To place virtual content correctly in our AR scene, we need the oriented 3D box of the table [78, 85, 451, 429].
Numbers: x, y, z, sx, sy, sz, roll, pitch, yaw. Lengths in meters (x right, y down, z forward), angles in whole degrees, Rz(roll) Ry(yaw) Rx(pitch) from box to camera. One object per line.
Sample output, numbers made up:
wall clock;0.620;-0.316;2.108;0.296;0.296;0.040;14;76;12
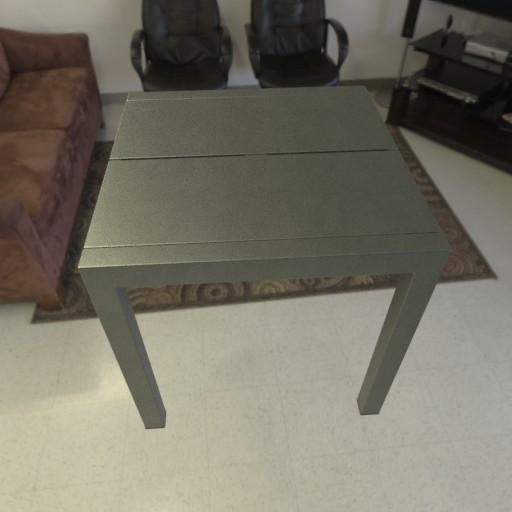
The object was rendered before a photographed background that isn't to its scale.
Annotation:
table;0.000;0.000;0.953;0.508;0.508;0.508;-3;46;-3
